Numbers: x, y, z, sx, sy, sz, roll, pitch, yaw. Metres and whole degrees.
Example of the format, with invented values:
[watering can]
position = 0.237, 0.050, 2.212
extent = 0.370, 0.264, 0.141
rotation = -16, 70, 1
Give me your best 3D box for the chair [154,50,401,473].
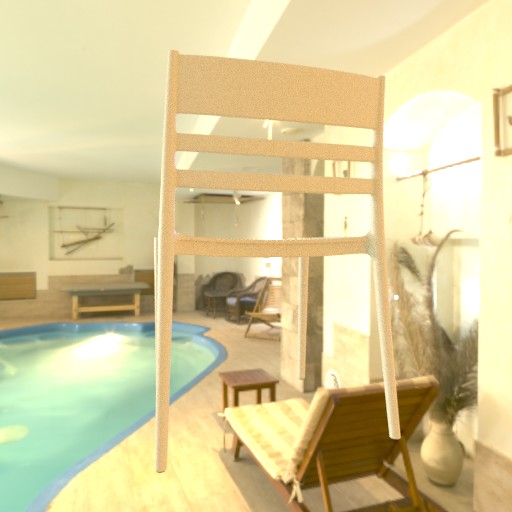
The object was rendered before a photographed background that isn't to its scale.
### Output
[chair]
position = 0.000, 0.000, 1.121
extent = 0.531, 0.800, 0.511
rotation = 0, 1, -16
